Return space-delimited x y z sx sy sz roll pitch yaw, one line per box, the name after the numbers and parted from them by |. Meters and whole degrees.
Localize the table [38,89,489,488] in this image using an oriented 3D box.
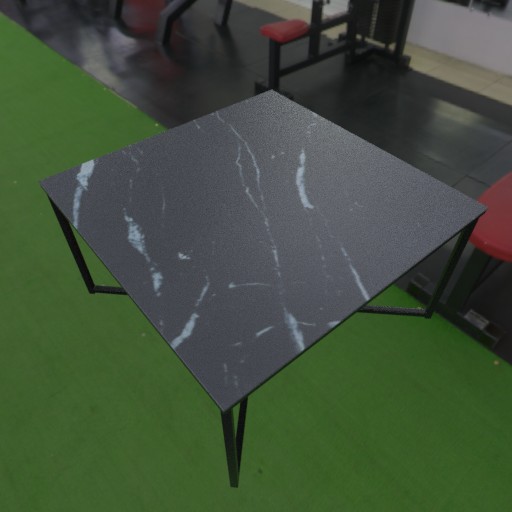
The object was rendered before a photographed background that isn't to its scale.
0.000 0.000 1.270 0.800 0.450 0.800 -31 54 -26 | table
